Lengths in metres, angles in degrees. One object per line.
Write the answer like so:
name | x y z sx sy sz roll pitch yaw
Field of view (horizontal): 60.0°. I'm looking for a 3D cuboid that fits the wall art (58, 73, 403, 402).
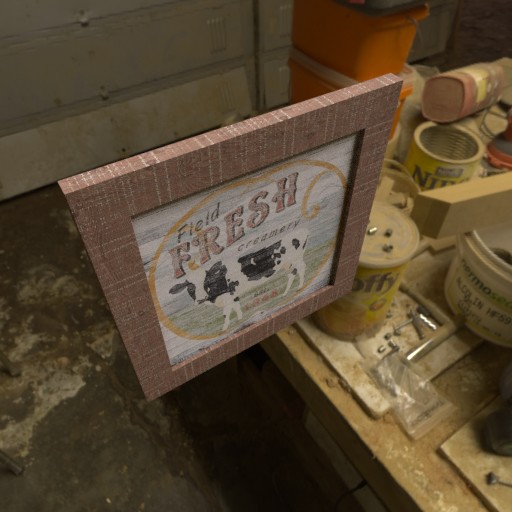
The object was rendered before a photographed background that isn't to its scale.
wall art | 0.000 0.000 0.800 0.531 0.531 0.029 -25 52 -22
